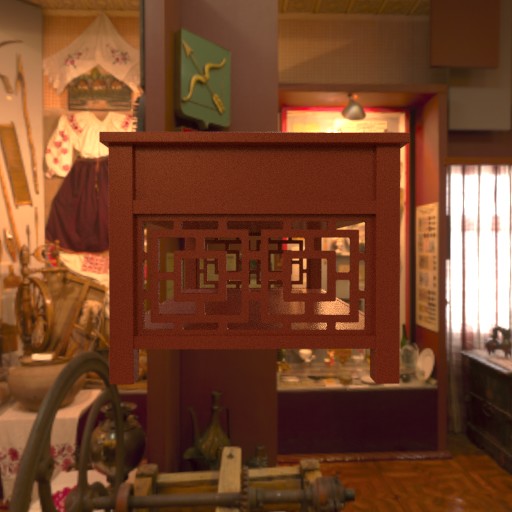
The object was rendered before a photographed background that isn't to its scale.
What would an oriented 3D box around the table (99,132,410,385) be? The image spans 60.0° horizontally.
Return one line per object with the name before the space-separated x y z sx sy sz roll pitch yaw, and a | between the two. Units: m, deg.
table | 0.000 0.000 1.391 0.612 0.493 1.068 0 1 -1
